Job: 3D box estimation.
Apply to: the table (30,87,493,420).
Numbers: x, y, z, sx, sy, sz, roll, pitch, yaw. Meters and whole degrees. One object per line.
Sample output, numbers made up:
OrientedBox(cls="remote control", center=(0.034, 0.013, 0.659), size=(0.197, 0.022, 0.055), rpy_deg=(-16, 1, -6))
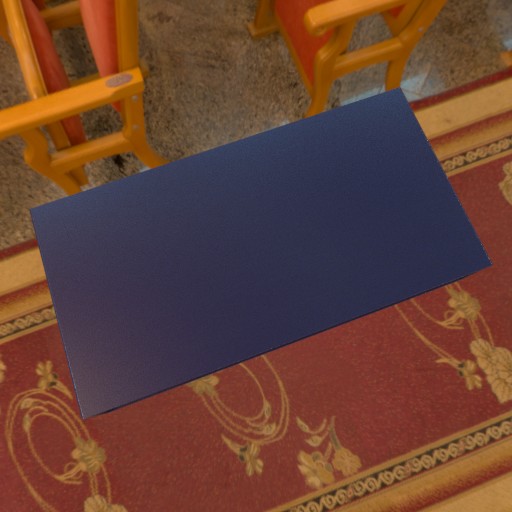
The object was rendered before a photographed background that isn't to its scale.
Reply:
OrientedBox(cls="table", center=(0.000, 0.000, 1.355), size=(1.067, 0.457, 0.572), rpy_deg=(-20, 76, -5))
